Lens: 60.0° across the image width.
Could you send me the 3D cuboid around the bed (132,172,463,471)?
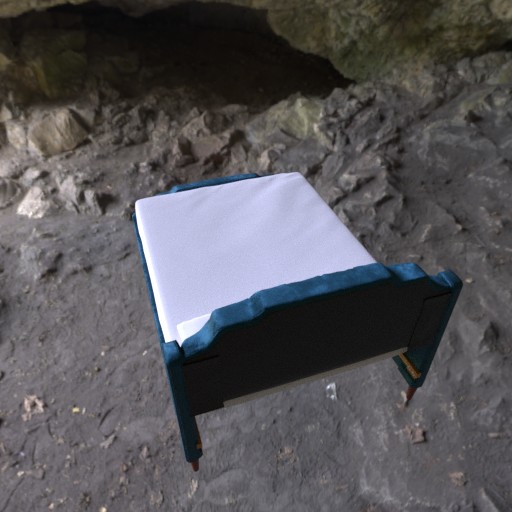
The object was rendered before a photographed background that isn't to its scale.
[{"bbox_3d":[0.000,0.000,3.400,1.678,1.338,2.322,-12,41,-14],"label":"bed"}]
